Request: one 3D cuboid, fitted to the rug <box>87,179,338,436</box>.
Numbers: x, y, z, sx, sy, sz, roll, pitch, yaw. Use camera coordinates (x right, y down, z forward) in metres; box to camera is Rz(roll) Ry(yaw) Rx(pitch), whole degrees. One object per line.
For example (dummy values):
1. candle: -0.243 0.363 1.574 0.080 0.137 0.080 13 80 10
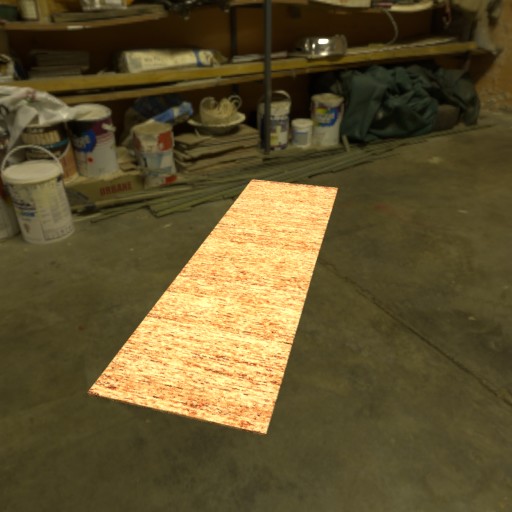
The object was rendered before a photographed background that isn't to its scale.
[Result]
1. rug: 0.000 0.000 2.480 0.680 0.014 2.237 8 32 13
